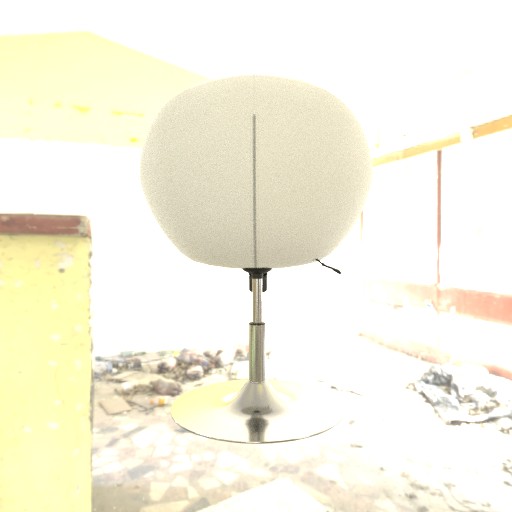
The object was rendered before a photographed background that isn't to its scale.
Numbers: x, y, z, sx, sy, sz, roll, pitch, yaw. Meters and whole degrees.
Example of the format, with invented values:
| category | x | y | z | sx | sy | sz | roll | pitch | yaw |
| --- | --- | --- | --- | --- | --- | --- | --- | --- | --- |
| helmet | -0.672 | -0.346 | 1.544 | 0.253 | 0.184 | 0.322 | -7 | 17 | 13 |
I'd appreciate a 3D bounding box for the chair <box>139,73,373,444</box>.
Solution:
| category | x | y | z | sx | sy | sz | roll | pitch | yaw |
| --- | --- | --- | --- | --- | --- | --- | --- | --- | --- |
| chair | 0.000 | 0.000 | 1.840 | 0.940 | 1.261 | 0.736 | 0 | 2 | 1 |
